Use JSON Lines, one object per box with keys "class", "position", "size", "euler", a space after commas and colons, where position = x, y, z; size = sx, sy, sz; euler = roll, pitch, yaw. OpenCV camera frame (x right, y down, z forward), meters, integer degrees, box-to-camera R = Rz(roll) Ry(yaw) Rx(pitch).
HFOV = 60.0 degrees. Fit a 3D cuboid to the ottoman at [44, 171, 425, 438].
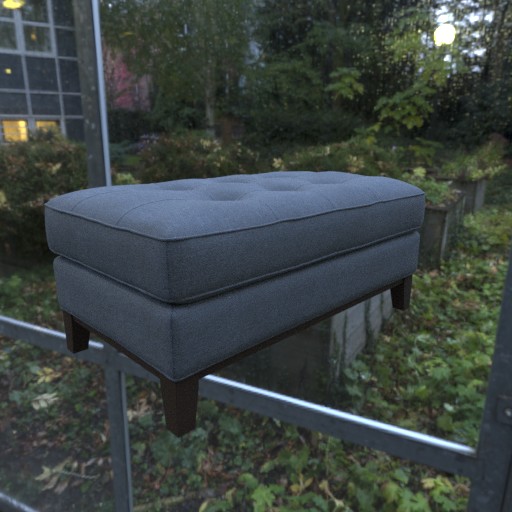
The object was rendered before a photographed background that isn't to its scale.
{"class": "ottoman", "position": [0.000, 0.000, 1.492], "size": [1.143, 0.514, 0.648], "euler": [-15, 21, -43]}
